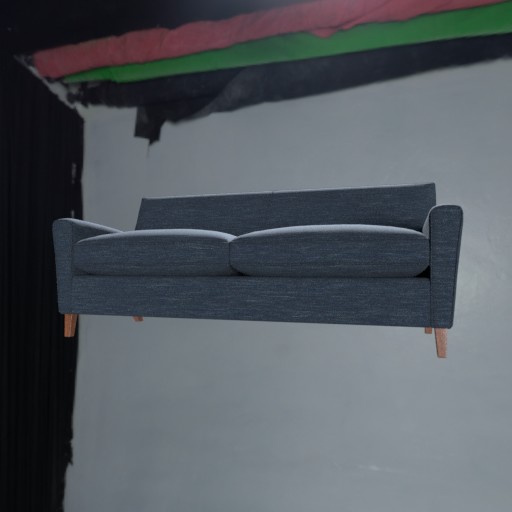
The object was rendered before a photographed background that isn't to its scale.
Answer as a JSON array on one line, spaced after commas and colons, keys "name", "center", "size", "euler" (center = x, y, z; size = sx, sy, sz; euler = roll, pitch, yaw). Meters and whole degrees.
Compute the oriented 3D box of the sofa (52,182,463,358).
[{"name": "sofa", "center": [0.000, 0.000, 2.433], "size": [1.976, 0.846, 0.875], "euler": [0, -1, 17]}]
